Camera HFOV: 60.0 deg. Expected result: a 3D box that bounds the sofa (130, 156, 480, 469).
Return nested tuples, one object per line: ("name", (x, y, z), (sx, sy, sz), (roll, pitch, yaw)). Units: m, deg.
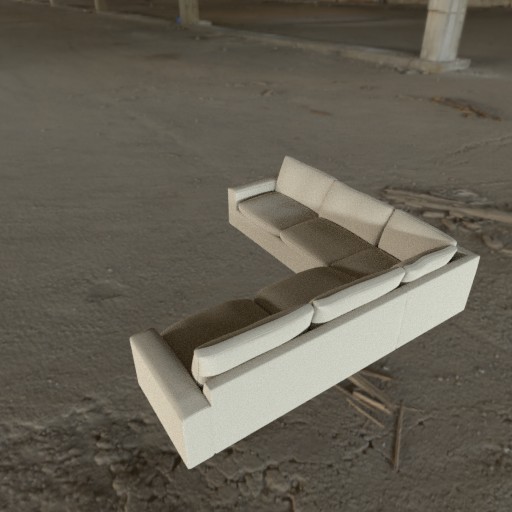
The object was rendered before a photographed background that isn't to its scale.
("sofa", (0.000, 0.000, 4.733), (3.206, 0.918, 3.066), (-20, 37, -28))
